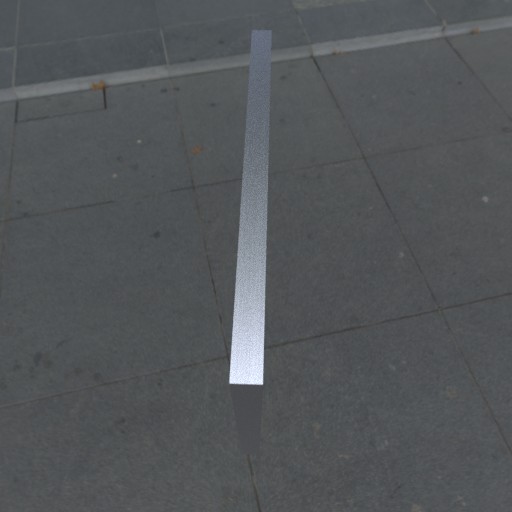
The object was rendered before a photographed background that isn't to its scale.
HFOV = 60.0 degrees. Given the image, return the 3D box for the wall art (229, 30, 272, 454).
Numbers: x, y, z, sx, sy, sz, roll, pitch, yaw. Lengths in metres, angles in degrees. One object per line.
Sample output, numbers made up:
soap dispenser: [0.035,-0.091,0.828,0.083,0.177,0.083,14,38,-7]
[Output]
wall art: [0.000,0.000,0.748,0.032,0.456,0.557,2,58,1]
